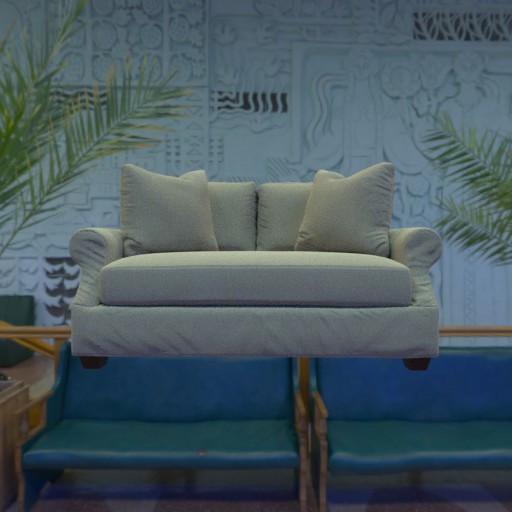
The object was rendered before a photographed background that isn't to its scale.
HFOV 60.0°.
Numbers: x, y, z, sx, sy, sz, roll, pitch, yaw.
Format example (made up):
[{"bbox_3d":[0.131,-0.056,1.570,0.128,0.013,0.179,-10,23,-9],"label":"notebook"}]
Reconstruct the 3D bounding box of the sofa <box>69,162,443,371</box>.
[{"bbox_3d":[0.000,0.000,2.210,1.550,0.905,1.070,0,0,1],"label":"sofa"}]
